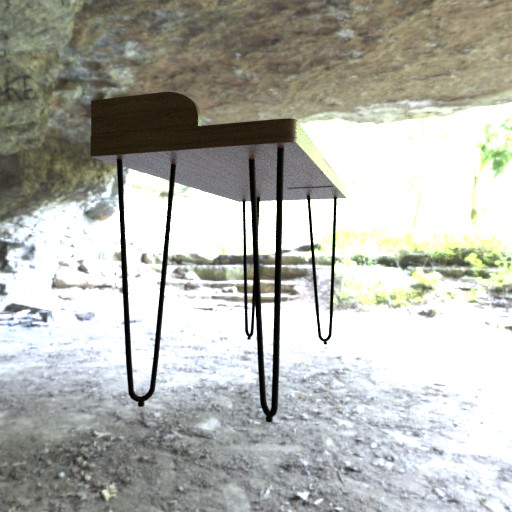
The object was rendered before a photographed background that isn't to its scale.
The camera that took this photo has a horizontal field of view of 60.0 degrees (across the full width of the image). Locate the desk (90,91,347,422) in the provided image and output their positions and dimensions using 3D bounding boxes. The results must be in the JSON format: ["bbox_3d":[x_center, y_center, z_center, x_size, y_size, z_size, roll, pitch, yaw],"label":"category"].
[{"bbox_3d":[0.000,0.000,1.691,0.565,0.854,1.200,0,1,17],"label":"desk"}]
